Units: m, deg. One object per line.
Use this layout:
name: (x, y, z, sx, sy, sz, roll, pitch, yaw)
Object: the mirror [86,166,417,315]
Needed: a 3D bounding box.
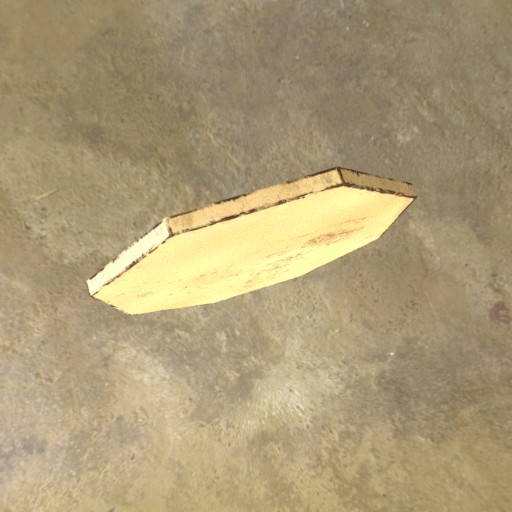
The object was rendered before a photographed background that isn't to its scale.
mirror: (0.000, 0.000, 0.968, 0.648, 0.648, 0.031, -17, 76, -4)
